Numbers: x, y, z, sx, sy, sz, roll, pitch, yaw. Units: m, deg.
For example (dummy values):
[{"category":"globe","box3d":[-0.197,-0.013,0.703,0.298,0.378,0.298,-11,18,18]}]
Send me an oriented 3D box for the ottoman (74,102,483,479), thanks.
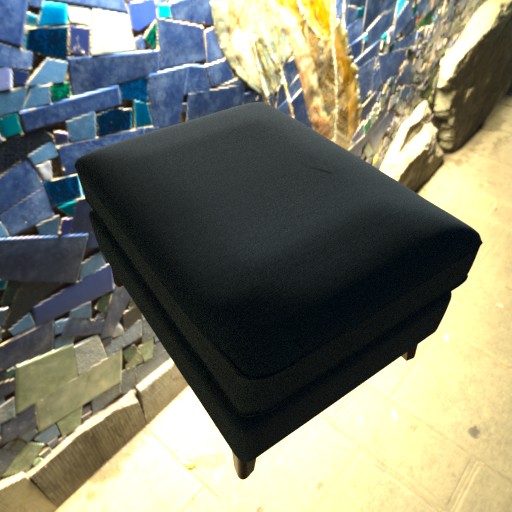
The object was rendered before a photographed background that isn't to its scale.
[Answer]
[{"category":"ottoman","box3d":[0.000,0.000,1.185,0.629,0.503,0.835,-25,48,-25]}]
